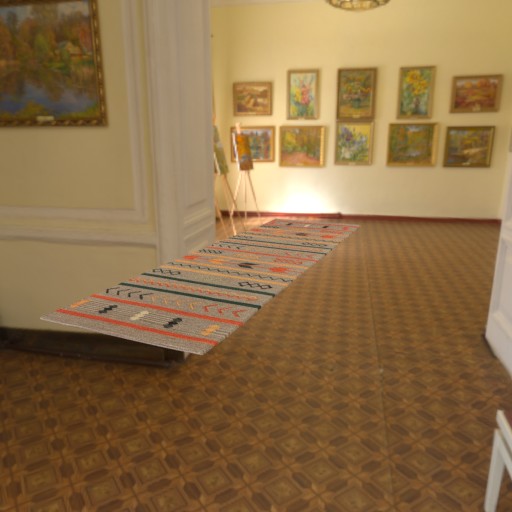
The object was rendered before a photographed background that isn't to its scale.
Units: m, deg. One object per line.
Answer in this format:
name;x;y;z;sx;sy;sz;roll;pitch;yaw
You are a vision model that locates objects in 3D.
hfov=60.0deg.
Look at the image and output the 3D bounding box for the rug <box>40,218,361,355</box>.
rug;0.000;0.000;2.639;0.744;0.022;2.419;7;16;24
